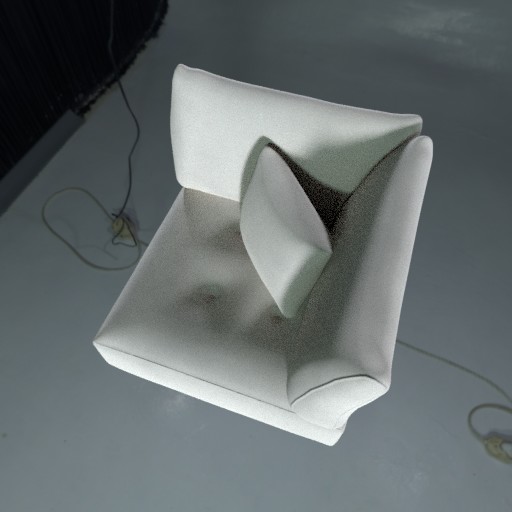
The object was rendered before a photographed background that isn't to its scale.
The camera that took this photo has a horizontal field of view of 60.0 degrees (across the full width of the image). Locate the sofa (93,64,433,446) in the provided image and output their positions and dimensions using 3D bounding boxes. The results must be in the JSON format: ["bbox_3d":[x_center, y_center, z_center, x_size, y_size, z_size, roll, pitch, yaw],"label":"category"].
[{"bbox_3d":[0.000,0.000,1.682,1.000,0.820,1.000,17,59,10],"label":"sofa"}]
